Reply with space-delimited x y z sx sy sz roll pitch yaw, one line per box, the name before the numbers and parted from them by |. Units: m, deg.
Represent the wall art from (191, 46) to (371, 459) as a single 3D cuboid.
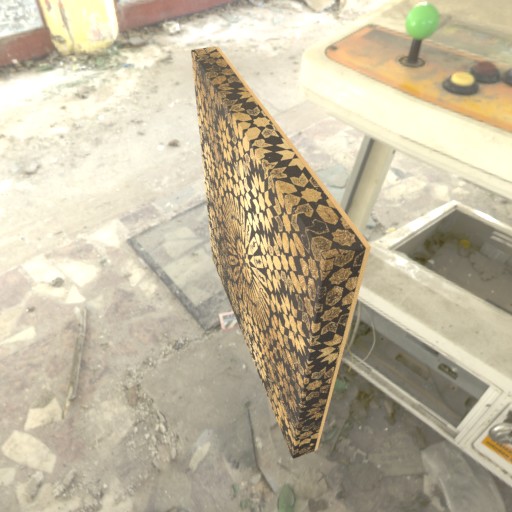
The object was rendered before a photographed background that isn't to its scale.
wall art | 0.000 0.000 0.605 0.038 0.405 0.405 -15 48 -14
